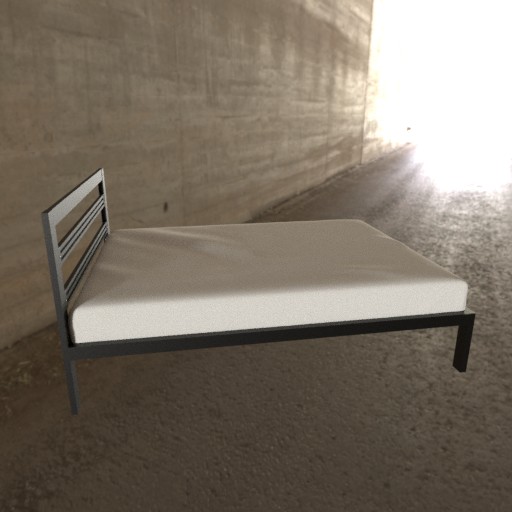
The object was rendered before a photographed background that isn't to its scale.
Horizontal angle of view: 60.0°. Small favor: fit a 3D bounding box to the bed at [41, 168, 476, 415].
[{"bbox_3d":[0.000,0.000,2.818,2.062,0.967,1.524,-3,18,-10],"label":"bed"}]
